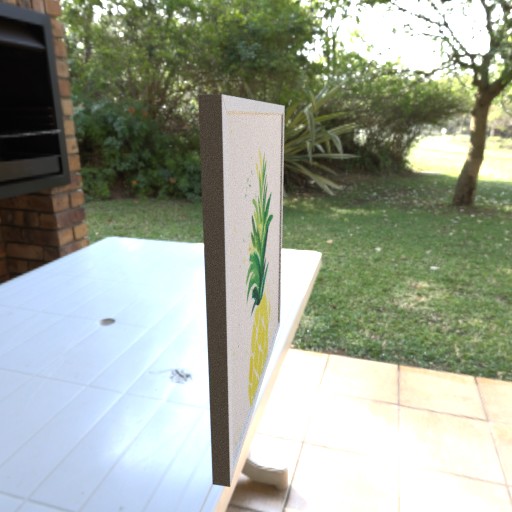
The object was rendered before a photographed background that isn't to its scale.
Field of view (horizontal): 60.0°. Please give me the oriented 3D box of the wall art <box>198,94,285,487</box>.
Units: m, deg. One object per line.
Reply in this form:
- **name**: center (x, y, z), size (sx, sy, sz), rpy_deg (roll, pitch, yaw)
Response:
- **wall art**: center (0.000, 0.000, 1.160), size (0.038, 0.761, 0.763), rpy_deg (3, 18, 10)
